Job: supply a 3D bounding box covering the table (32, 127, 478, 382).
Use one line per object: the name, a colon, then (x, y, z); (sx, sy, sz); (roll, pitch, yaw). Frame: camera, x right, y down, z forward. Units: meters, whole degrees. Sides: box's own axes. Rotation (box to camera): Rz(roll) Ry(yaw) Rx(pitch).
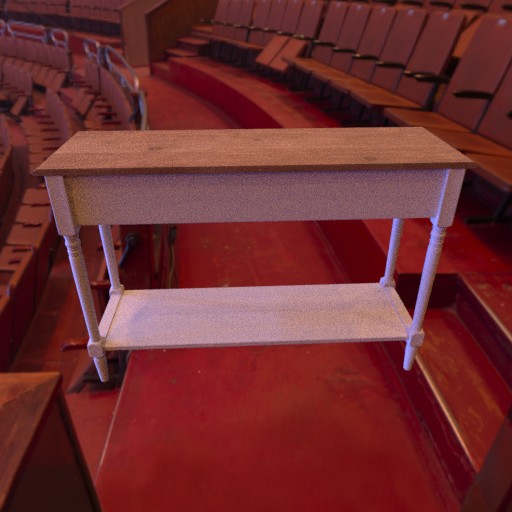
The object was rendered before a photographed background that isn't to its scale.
table: (0.000, 0.000, 1.577); (1.219, 0.800, 0.399); (-1, 30, -3)
